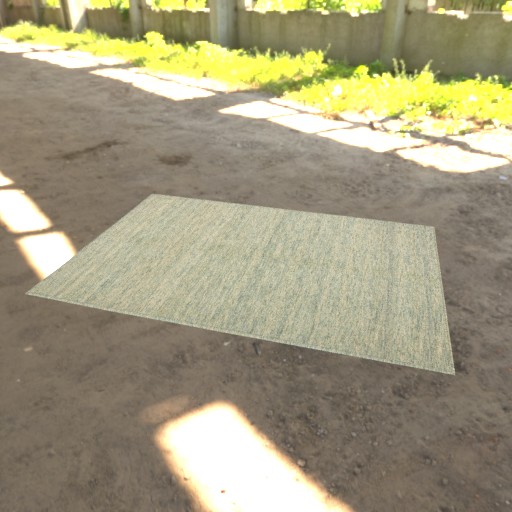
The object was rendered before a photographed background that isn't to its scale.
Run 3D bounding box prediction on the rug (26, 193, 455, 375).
[{"bbox_3d":[0.000,0.000,2.339,1.850,0.015,1.250,8,31,14],"label":"rug"}]
